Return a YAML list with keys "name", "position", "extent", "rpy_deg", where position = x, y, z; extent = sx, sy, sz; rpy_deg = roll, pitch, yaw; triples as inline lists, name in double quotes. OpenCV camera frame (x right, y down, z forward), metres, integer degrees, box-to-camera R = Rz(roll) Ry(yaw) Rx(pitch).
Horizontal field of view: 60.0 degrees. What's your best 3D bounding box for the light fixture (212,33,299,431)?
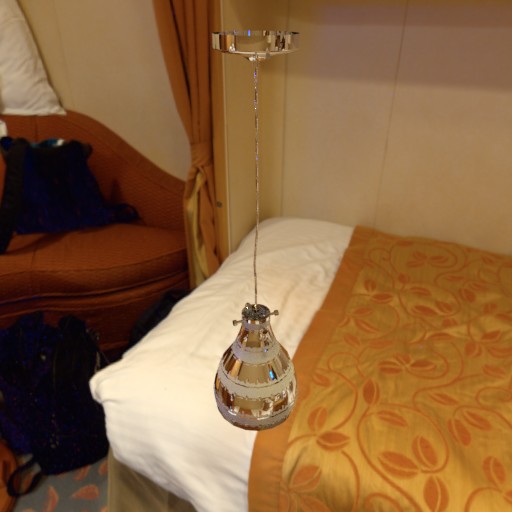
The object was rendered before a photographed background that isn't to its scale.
- name: "light fixture"
  position: [0.000, 0.000, 1.619]
  extent: [0.374, 1.457, 0.374]
  rpy_deg: [-11, 31, -19]
